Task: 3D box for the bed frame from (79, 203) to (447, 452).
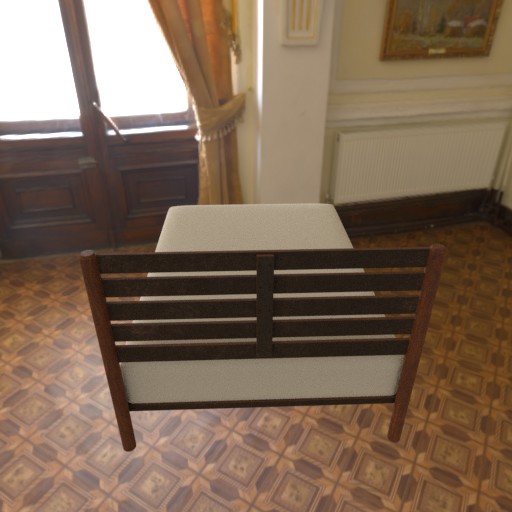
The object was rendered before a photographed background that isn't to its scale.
[{"bbox_3d":[0.000,0.000,3.252,1.655,1.321,2.234,-1,30,-2],"label":"bed frame"}]
